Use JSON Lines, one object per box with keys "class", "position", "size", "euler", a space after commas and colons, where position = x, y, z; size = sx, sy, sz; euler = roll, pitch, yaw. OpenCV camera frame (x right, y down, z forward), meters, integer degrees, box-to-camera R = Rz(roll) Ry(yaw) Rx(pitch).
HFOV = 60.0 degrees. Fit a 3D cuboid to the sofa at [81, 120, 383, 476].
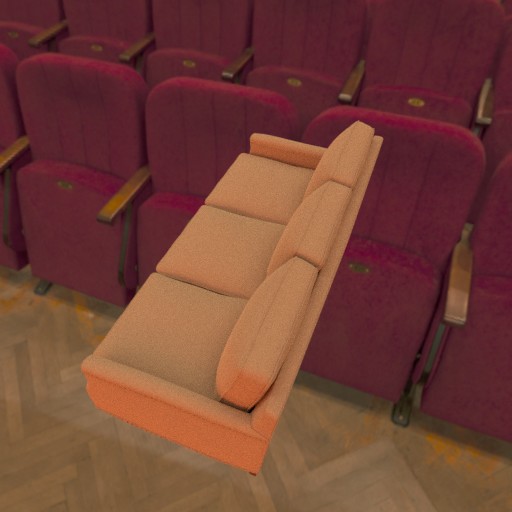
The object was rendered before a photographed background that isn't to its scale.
{"class": "sofa", "position": [0.000, 0.000, 2.804], "size": [1.084, 1.003, 2.246], "euler": [16, 49, 15]}
